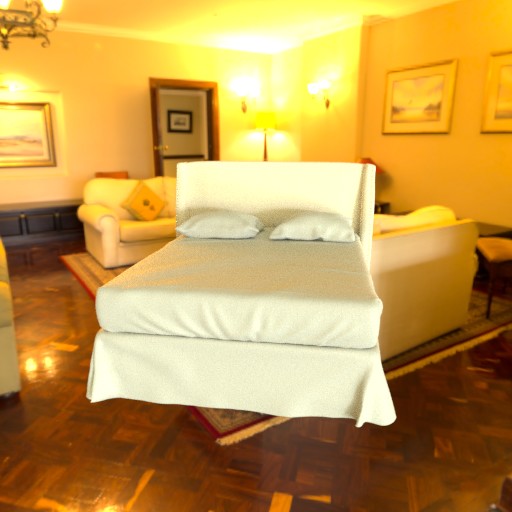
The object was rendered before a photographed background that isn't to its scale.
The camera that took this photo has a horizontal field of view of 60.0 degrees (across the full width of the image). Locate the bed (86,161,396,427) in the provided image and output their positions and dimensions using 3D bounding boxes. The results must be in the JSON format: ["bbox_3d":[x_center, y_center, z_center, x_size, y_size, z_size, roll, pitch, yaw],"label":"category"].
[{"bbox_3d":[0.000,0.000,3.429,1.925,1.332,2.276,2,15,9],"label":"bed"}]
